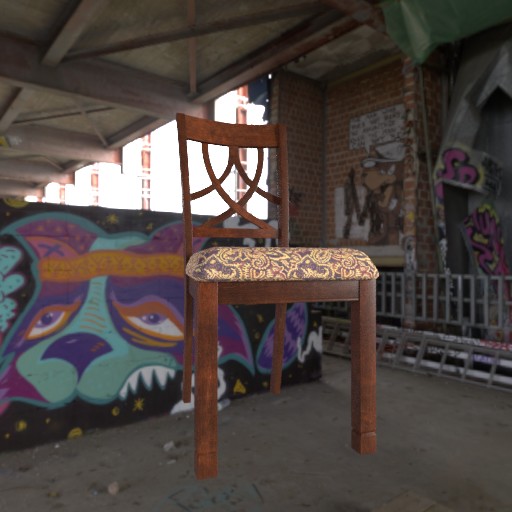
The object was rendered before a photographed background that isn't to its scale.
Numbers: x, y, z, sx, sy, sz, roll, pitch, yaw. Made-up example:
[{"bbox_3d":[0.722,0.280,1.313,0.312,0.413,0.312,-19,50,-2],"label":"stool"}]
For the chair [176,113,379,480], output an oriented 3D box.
[{"bbox_3d":[0.000,0.000,1.282,0.457,0.965,0.584,0,-1,-18],"label":"chair"}]
